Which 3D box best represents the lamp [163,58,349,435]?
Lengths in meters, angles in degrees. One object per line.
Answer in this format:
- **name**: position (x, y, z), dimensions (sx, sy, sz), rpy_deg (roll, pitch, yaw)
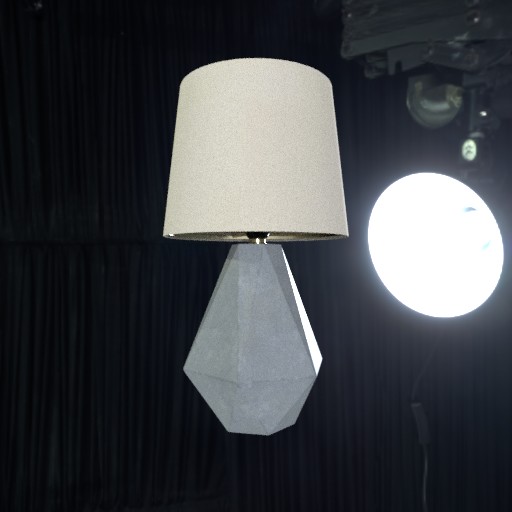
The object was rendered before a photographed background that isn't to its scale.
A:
- **lamp**: position (0.000, 0.000, 0.675), dimensions (0.276, 0.501, 0.276), rpy_deg (0, -1, 0)
